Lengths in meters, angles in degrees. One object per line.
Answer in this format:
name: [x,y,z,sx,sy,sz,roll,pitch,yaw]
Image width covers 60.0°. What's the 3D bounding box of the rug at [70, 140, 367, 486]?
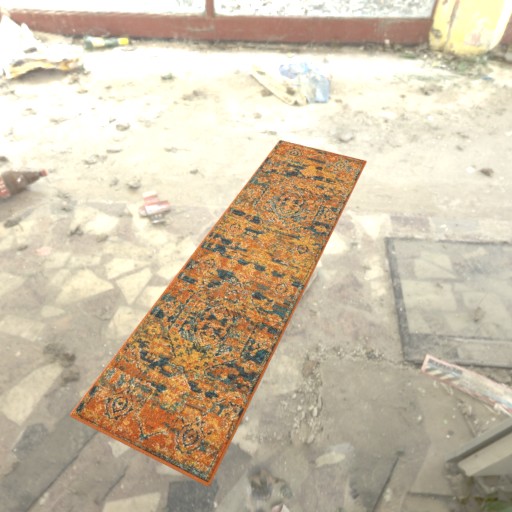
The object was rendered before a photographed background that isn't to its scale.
rug: [0.000,0.000,2.435,0.651,0.016,2.274,18,49,16]
